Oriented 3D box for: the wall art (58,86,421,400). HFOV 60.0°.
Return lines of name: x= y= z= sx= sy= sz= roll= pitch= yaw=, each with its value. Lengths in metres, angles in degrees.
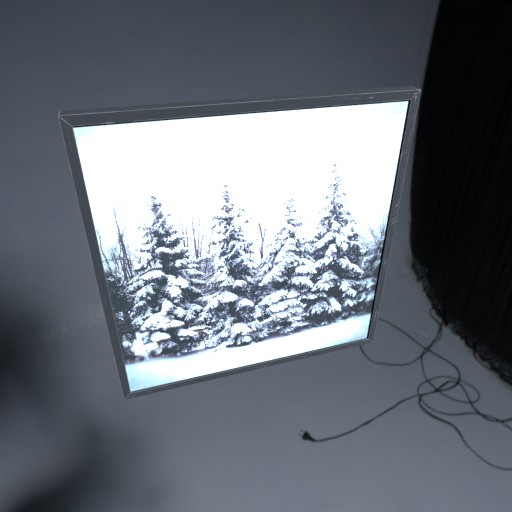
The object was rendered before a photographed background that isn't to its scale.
wall art: x=0.000 y=0.000 z=1.113 sx=0.761 sy=0.761 sz=0.037 roll=-9 pitch=33 yaw=-15
